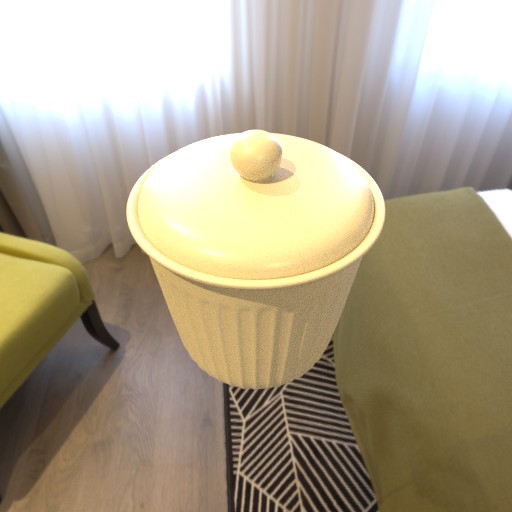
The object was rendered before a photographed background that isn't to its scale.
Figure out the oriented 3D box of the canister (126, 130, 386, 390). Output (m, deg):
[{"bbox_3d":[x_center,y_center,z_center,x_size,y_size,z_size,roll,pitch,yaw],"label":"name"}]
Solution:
[{"bbox_3d":[0.000,0.000,0.355,0.181,0.211,0.181,0,42,0],"label":"canister"}]
